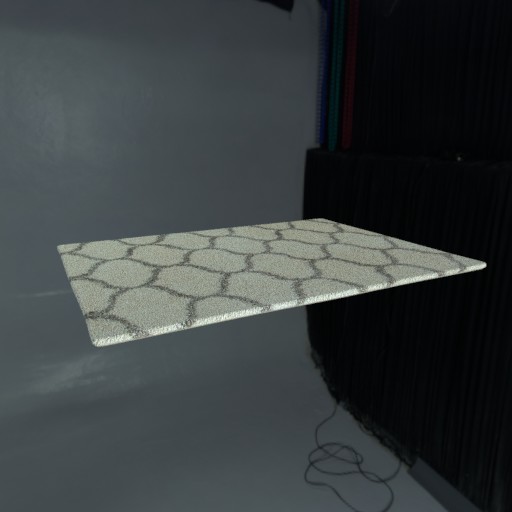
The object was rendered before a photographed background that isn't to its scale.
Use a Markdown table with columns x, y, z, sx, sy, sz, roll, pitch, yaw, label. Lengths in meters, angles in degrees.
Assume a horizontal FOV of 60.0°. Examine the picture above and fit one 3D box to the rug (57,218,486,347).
| x | y | z | sx | sy | sz | roll | pitch | yaw | label |
| --- | --- | --- | --- | --- | --- | --- | --- | --- | --- |
| 0.000 | 0.000 | 2.041 | 1.600 | 0.025 | 1.200 | -8 | 17 | -27 | rug |
